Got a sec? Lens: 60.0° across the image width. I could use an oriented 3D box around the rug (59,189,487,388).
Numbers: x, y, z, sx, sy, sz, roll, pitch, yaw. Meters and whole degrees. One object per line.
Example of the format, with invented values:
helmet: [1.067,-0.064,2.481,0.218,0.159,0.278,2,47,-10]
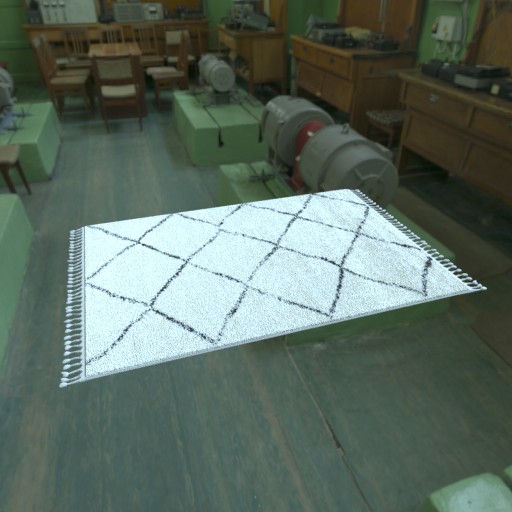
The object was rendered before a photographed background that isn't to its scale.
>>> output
rug: [0.000,0.000,2.839,2.307,0.031,1.494,-10,34,-15]
